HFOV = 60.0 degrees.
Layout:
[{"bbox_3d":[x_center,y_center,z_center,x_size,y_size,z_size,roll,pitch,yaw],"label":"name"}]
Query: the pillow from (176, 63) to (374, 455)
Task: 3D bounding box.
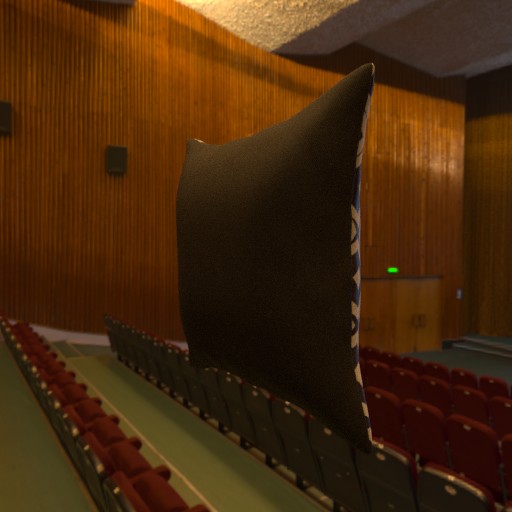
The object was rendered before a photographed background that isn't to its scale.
[{"bbox_3d":[0.000,0.000,0.760,0.188,0.494,0.504,-1,2,-35],"label":"pillow"}]
